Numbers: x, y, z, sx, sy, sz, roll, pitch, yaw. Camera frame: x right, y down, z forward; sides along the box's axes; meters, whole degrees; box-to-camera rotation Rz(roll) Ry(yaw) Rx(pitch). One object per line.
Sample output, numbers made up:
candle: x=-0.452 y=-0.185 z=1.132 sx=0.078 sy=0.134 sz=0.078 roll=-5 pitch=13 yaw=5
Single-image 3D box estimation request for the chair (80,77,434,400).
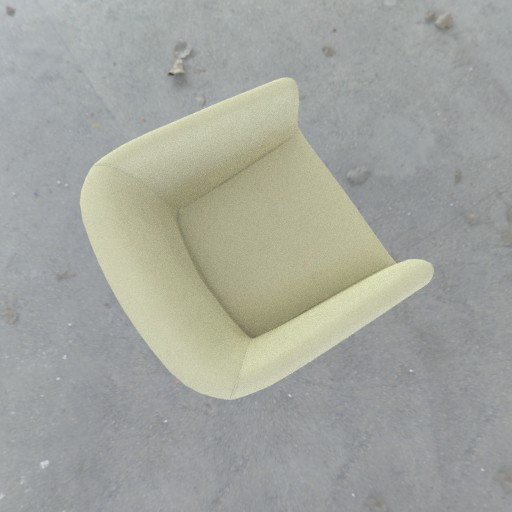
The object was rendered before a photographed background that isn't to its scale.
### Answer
chair: x=0.000 y=0.000 z=1.306 sx=0.657 sy=0.822 sz=0.643 roll=-32 pitch=79 yaw=-7
